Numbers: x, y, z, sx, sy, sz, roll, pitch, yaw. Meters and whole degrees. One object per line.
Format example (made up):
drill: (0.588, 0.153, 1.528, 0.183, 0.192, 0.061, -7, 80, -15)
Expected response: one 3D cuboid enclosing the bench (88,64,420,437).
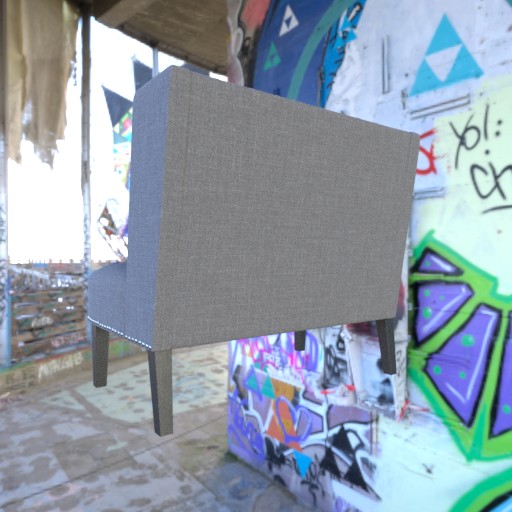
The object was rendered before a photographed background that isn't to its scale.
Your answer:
bench: (0.000, 0.000, 1.989, 1.276, 1.121, 0.842, 0, 0, -37)
